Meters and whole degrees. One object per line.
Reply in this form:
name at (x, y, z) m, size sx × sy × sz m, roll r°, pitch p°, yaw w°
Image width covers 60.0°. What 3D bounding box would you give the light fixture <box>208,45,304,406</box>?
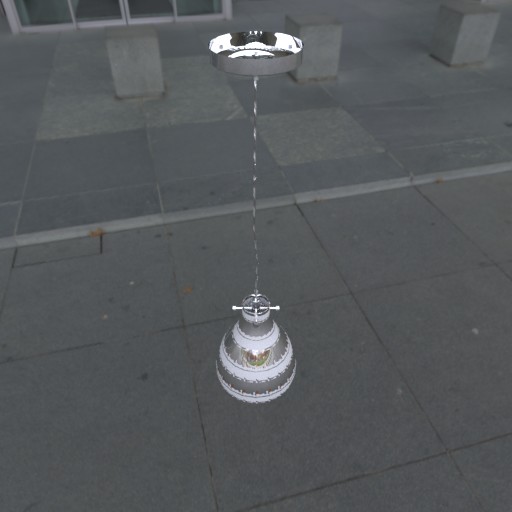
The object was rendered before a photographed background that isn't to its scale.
light fixture at (0.000, 0.000, 1.630) m, size 0.374 × 1.457 × 0.374 m, roll 0°, pitch 41°, yaw 0°
